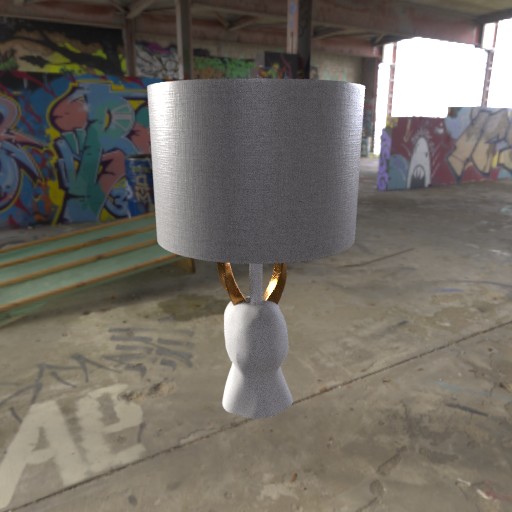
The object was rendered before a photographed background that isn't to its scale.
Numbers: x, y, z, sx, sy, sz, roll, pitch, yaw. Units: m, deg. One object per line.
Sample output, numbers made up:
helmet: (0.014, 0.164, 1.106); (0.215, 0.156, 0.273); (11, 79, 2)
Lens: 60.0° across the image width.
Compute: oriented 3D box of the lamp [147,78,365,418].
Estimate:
lamp: (0.000, 0.000, 0.694); (0.298, 0.503, 0.298); (-3, 17, -10)
